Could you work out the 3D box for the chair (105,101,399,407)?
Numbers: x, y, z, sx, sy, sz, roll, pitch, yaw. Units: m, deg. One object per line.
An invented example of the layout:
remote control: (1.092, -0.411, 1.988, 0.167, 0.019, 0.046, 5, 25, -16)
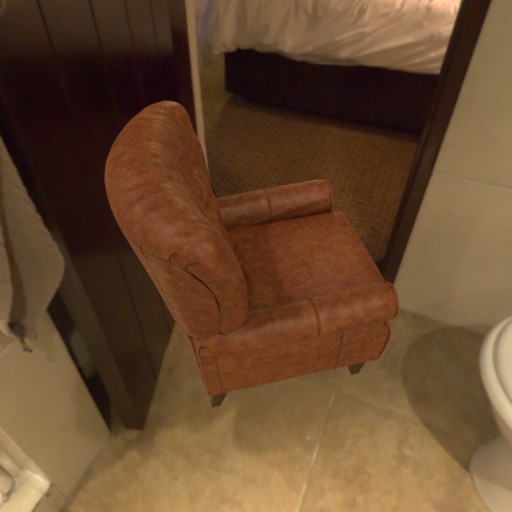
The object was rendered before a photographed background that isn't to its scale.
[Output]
chair: (0.000, 0.000, 1.940, 1.059, 1.164, 0.951, -10, 46, -10)
